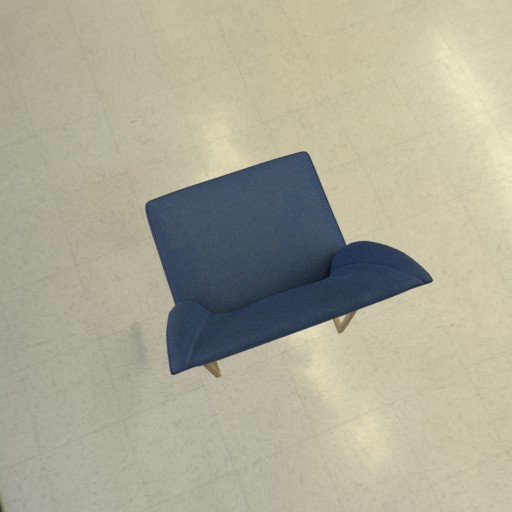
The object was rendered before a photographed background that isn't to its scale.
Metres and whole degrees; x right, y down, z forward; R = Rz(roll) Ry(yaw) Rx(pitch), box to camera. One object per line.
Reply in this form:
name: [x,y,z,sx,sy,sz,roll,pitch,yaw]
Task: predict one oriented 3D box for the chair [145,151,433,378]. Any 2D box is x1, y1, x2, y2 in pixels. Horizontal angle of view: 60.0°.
chair: [0.000,0.000,1.203,0.508,0.863,0.522,-19,76,-5]
